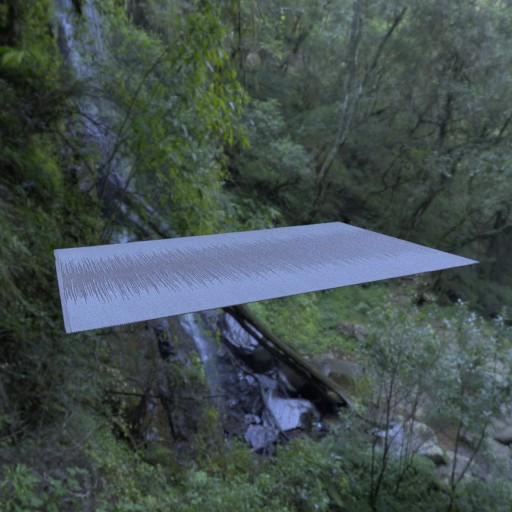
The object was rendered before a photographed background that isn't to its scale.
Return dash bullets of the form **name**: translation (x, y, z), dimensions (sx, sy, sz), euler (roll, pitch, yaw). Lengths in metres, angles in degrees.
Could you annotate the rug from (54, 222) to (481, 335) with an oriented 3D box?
- **rug**: translation (0.000, 0.000, 2.969), dimensions (2.440, 0.012, 1.522), euler (-7, 17, -25)
